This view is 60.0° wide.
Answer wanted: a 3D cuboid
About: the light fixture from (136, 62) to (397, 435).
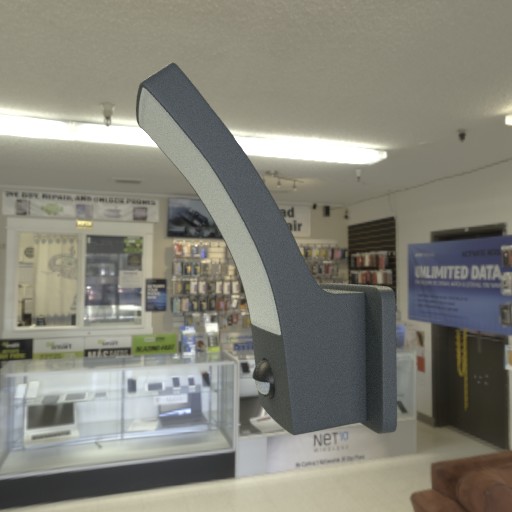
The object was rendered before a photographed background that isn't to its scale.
[{"bbox_3d":[0.000,0.000,0.329,0.174,0.243,0.108,1,-2,-16],"label":"light fixture"}]
